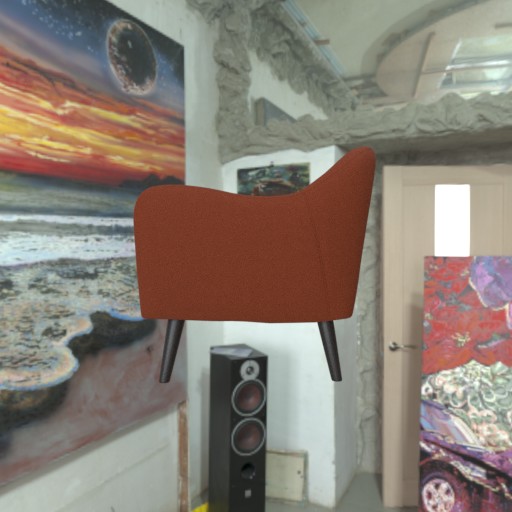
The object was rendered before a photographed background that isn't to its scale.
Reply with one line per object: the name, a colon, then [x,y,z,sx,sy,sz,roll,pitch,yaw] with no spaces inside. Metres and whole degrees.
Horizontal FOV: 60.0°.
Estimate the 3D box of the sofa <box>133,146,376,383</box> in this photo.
sofa: [0.000,0.000,2.273,0.820,0.836,1.840,0,1,-1]
